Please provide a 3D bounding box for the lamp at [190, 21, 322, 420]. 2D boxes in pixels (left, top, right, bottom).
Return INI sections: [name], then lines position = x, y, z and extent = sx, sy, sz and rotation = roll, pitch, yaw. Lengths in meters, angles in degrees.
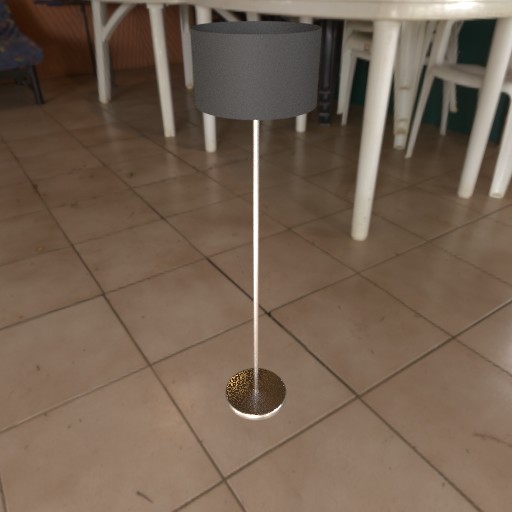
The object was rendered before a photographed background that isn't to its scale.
[lamp]
position = 0.000, 0.000, 1.565
extent = 0.348, 1.443, 0.348
rotation = -21, 38, -29
